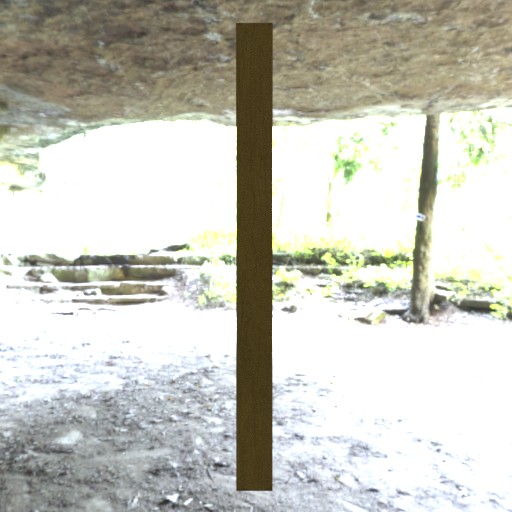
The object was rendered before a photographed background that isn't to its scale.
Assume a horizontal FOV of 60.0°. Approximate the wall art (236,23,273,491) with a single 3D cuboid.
[{"bbox_3d":[0.000,0.000,0.515,0.030,0.380,0.312,0,1,0],"label":"wall art"}]
